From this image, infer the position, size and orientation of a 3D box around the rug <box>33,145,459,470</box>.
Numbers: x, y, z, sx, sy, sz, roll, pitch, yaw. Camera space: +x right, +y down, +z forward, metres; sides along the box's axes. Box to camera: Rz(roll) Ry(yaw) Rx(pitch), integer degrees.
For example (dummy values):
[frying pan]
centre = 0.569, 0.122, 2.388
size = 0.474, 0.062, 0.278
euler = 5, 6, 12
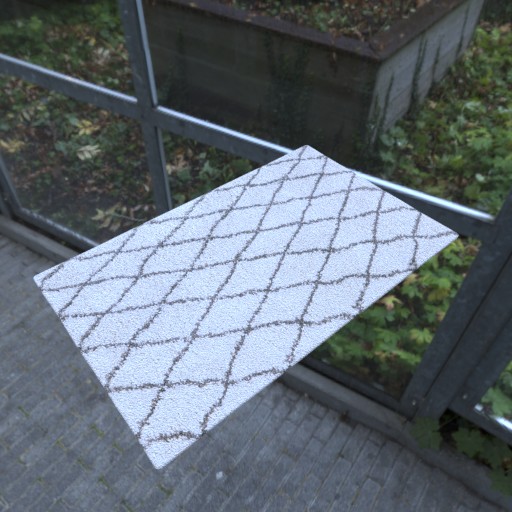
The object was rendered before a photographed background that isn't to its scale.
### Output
[rug]
centre = 0.000, 0.000, 2.962
size = 2.438, 0.030, 1.524
euler = -31, 53, -27
